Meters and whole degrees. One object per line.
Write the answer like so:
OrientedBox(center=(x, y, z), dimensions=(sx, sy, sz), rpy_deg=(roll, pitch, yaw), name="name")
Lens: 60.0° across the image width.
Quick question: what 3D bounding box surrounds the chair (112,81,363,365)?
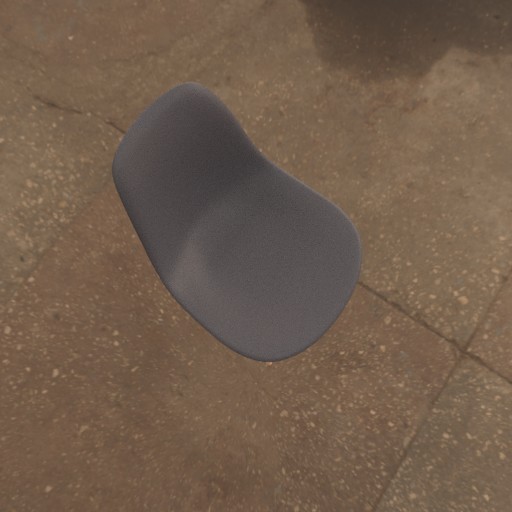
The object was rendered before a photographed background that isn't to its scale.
OrientedBox(center=(0.000, 0.000, 1.179), dimensions=(0.533, 0.826, 0.470), rpy_deg=(36, 77, 10), name="chair")
